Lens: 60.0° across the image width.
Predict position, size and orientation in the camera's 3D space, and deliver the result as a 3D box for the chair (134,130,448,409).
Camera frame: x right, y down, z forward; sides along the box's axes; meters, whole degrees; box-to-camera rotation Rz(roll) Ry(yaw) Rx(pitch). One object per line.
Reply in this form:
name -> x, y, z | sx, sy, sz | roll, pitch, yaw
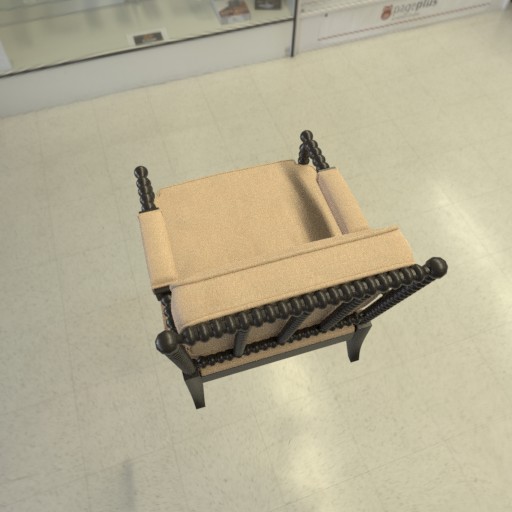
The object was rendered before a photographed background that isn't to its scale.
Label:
chair -> 0.000, 0.000, 1.188 | 0.555, 0.703, 0.657 | -14, 60, -9
